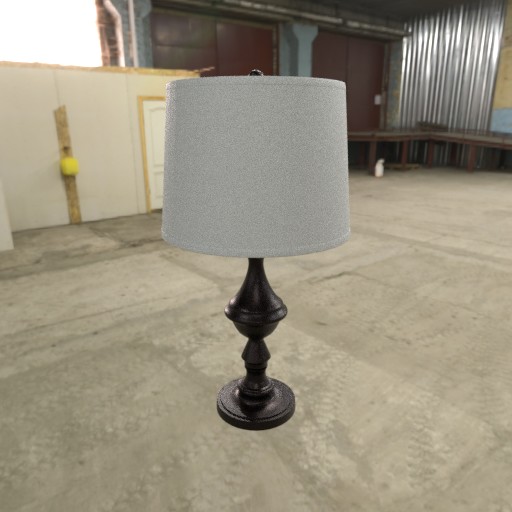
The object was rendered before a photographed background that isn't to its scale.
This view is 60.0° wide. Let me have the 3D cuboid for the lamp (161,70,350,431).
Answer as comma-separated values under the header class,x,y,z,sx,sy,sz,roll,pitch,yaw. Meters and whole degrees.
class,x,y,z,sx,sy,sz,roll,pitch,yaw
lamp,0.000,0.000,0.932,0.383,0.726,0.383,0,17,0
